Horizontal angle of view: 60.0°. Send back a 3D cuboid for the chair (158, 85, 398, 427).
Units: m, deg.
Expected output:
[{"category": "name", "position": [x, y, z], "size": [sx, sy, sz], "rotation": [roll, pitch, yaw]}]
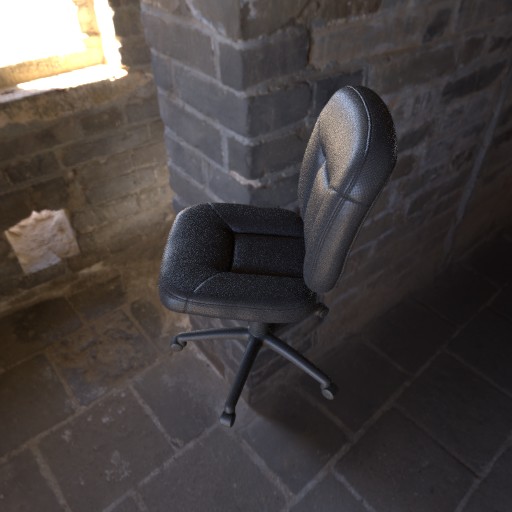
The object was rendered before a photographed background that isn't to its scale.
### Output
[{"category": "chair", "position": [0.000, 0.000, 1.365], "size": [0.646, 0.959, 0.647], "rotation": [1, 42, 1]}]
